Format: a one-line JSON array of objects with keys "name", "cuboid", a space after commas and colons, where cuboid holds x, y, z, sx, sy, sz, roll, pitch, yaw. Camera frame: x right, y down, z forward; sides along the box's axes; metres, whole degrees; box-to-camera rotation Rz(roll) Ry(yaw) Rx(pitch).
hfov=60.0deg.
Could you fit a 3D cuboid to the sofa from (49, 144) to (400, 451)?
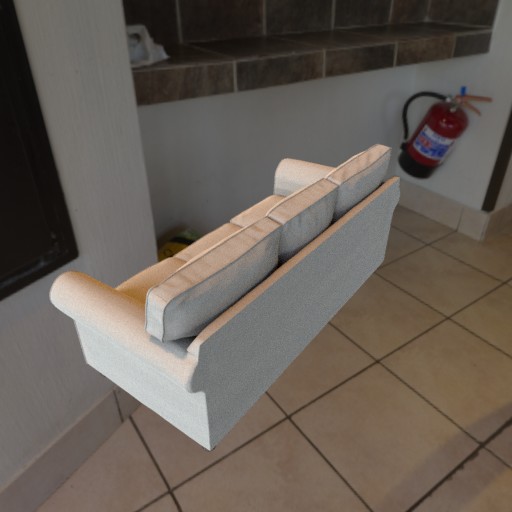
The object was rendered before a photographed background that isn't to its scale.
[{"name": "sofa", "cuboid": [0.000, 0.000, 2.609, 0.916, 0.961, 2.084, 22, 39, 30]}]
